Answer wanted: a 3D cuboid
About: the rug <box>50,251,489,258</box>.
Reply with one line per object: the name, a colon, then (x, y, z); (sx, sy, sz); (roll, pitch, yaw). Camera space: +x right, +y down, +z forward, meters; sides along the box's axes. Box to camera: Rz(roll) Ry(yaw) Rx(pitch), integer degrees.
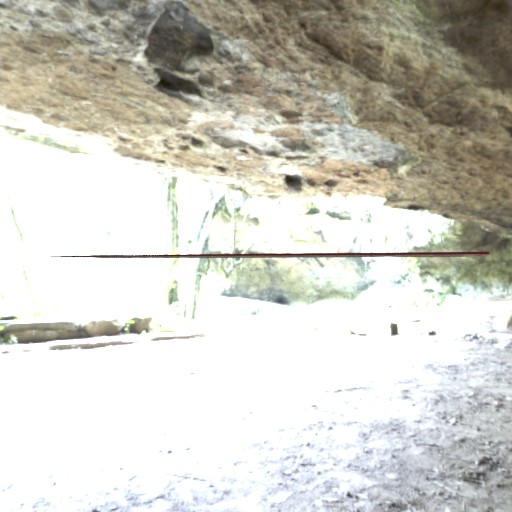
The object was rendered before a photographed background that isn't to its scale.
rug: (0.000, 0.000, 2.549); (2.292, 0.015, 0.659); (0, -1, 17)
